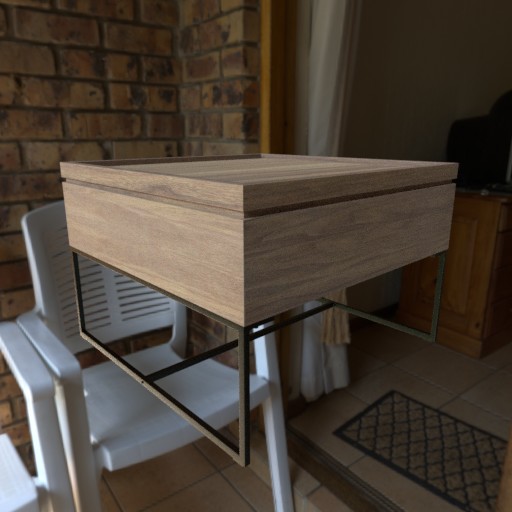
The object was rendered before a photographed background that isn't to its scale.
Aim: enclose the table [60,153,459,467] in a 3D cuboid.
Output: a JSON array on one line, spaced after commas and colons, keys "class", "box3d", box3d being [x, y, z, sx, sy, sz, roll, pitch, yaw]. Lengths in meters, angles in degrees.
[{"class": "table", "box3d": [0.000, 0.000, 1.123, 0.679, 0.464, 0.676, -14, 21, -41]}]
